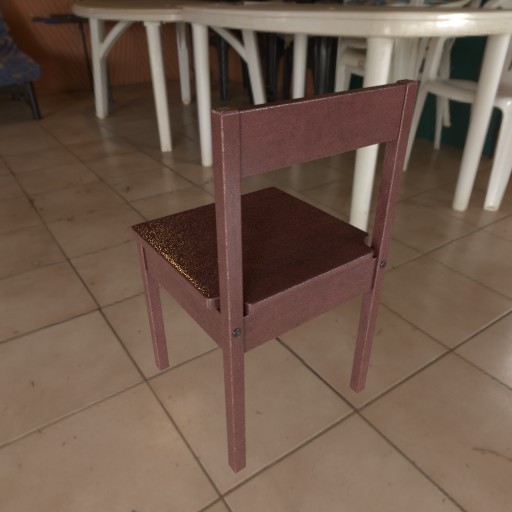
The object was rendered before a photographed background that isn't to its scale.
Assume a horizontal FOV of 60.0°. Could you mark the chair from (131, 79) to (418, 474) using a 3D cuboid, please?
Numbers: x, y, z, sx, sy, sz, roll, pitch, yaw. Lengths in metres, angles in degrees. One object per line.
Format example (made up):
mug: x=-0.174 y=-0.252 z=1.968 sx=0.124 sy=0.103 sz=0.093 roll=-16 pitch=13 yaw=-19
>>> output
chair: x=0.000 y=0.000 z=0.880 sx=0.367 sy=0.668 sz=0.361 roll=-20 pitch=36 yaw=-30
